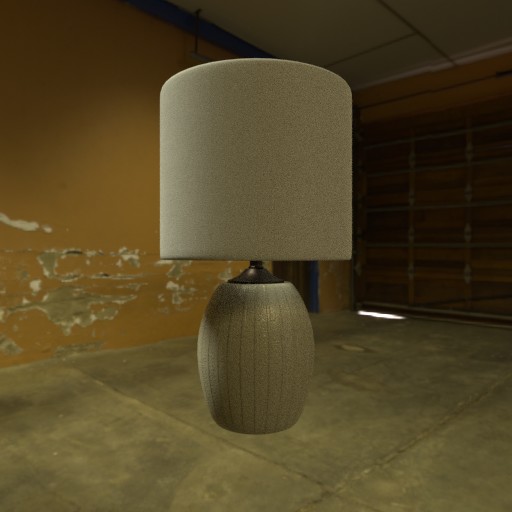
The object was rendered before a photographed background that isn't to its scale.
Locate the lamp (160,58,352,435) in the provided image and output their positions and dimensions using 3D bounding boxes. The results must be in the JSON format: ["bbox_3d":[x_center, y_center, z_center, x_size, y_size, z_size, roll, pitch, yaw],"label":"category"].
[{"bbox_3d":[0.000,0.000,0.777,0.329,0.570,0.329,0,0,0],"label":"lamp"}]
